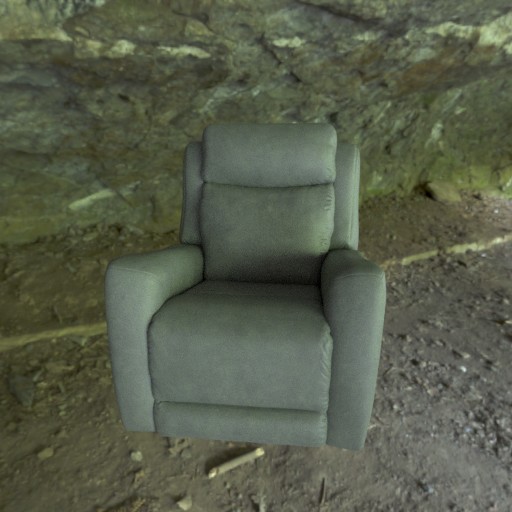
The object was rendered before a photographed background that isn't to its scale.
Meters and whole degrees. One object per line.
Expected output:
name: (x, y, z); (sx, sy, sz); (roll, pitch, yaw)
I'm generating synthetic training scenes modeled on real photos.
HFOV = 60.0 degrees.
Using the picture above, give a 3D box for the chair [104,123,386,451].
chair: (0.000, 0.000, 1.907); (0.967, 1.116, 1.068); (2, 15, 8)
